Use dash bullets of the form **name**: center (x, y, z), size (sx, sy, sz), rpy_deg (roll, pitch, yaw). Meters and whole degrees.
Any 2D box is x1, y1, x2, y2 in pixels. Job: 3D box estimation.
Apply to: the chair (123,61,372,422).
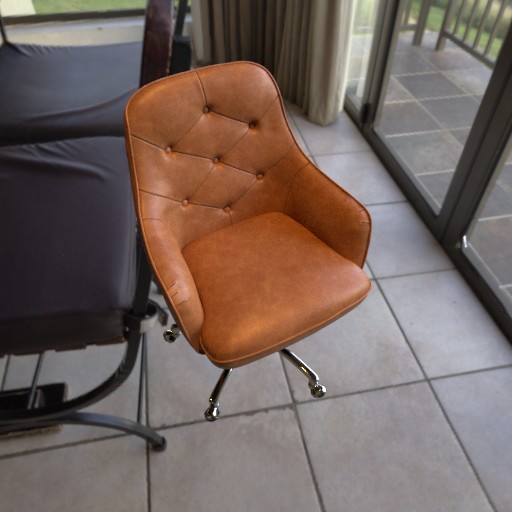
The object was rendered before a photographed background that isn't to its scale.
- **chair**: center (0.000, 0.000, 1.317), size (0.628, 0.909, 0.615), rpy_deg (-22, 50, -20)
